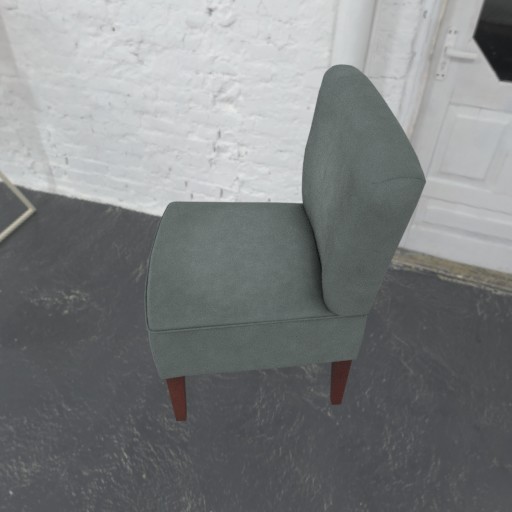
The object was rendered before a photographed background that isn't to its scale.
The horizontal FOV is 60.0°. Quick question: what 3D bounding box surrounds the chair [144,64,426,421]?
[{"bbox_3d":[0.000,0.000,1.152,0.554,0.806,0.521,-2,42,-2],"label":"chair"}]
